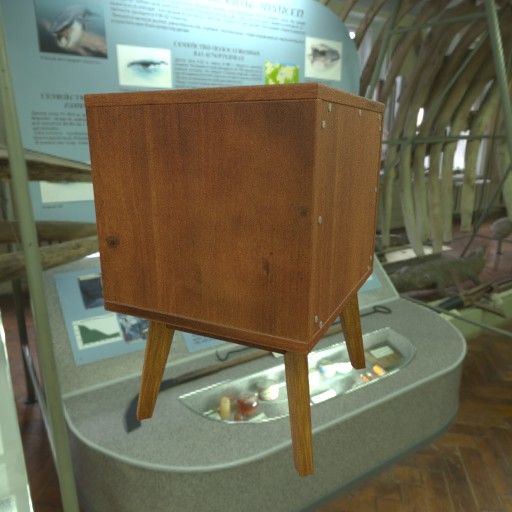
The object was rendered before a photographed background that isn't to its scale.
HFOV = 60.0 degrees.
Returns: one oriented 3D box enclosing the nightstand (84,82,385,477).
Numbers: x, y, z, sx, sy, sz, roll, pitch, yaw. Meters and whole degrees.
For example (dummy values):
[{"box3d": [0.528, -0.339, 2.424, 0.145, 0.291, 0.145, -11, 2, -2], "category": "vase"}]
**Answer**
[{"box3d": [0.000, 0.000, 0.927, 0.411, 0.618, 0.460, 7, 17, 25], "category": "nightstand"}]
